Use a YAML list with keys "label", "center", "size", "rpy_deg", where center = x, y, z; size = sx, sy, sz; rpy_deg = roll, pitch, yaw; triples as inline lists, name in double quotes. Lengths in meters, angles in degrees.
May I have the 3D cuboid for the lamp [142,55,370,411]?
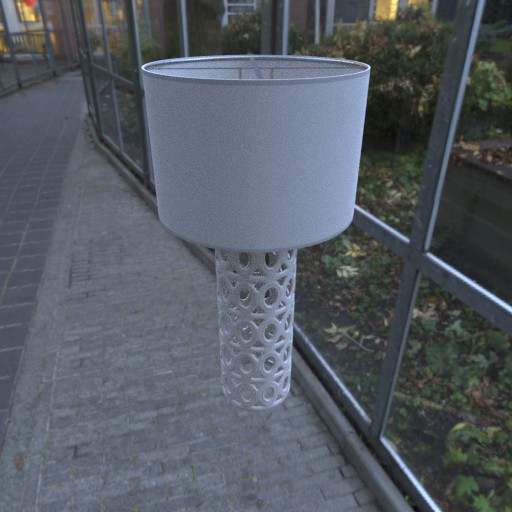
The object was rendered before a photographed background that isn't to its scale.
- label: "lamp"
  center: [0.000, 0.000, 0.799]
  size: [0.325, 0.636, 0.324]
  rpy_deg: [-1, 29, -3]
